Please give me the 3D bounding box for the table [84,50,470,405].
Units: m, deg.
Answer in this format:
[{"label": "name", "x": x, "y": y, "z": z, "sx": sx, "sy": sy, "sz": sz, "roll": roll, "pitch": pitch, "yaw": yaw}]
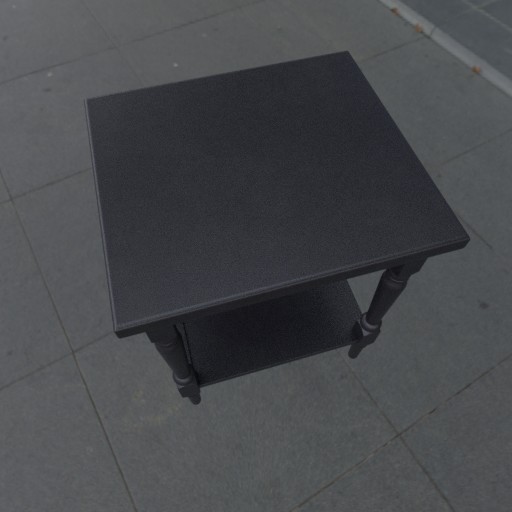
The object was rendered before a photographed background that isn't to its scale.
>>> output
[{"label": "table", "x": 0.000, "y": 0.000, "z": 0.922, "sx": 0.488, "sy": 0.565, "sz": 0.442, "roll": -14, "pitch": 60, "yaw": -8}]
